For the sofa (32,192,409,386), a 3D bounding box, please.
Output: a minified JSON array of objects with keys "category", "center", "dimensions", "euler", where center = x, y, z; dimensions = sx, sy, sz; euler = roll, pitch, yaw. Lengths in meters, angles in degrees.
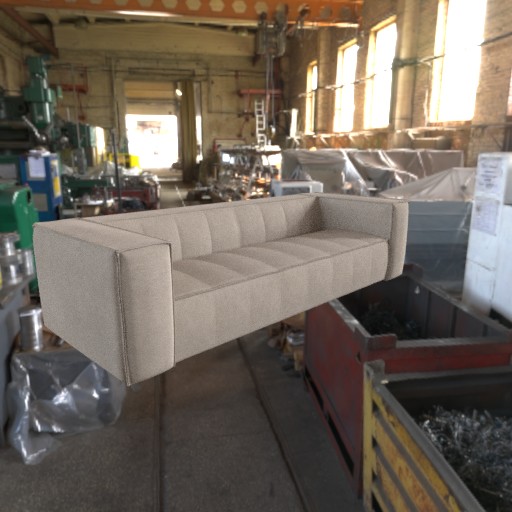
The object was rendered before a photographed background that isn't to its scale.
[{"category":"sofa","center":[0.000,0.000,3.167],"dimensions":[1.038,0.680,2.697],"euler":[13,19,43]}]
